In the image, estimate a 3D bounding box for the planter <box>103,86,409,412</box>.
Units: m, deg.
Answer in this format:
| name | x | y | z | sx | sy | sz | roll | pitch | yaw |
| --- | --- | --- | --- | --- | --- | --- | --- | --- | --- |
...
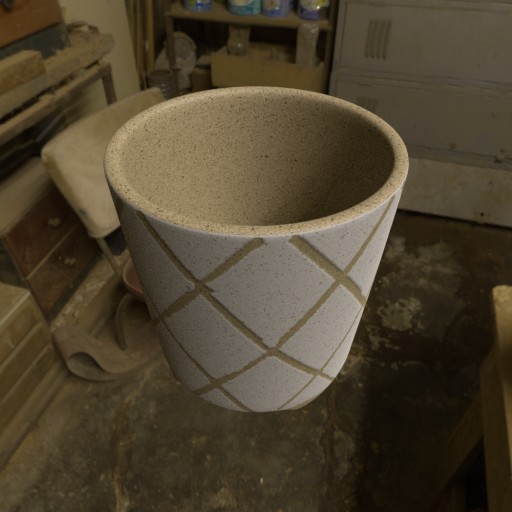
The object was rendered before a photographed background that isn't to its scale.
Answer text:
| name | x | y | z | sx | sy | sz | roll | pitch | yaw |
| --- | --- | --- | --- | --- | --- | --- | --- | --- | --- |
| planter | 0.000 | 0.000 | 0.417 | 0.228 | 0.235 | 0.228 | 0 | 42 | 0 |
